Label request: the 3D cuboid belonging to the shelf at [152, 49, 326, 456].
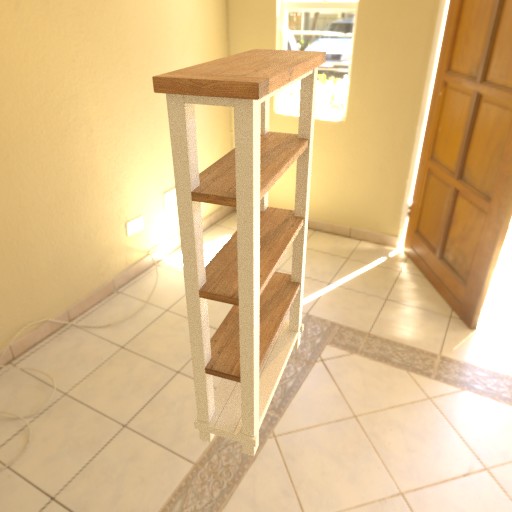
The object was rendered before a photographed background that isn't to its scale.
[{"bbox_3d":[0.000,0.000,2.323,0.381,1.878,1.022,10,32,17],"label":"shelf"}]
